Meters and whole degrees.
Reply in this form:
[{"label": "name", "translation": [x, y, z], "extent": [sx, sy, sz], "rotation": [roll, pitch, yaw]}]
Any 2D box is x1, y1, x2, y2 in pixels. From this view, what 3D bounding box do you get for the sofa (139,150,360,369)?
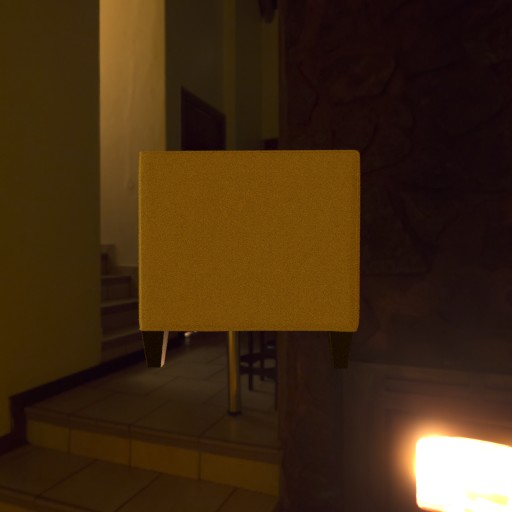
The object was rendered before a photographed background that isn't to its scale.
[{"label": "sofa", "translation": [0.000, 0.000, 2.606], "extent": [0.775, 0.762, 2.159], "rotation": [0, 1, 1]}]
